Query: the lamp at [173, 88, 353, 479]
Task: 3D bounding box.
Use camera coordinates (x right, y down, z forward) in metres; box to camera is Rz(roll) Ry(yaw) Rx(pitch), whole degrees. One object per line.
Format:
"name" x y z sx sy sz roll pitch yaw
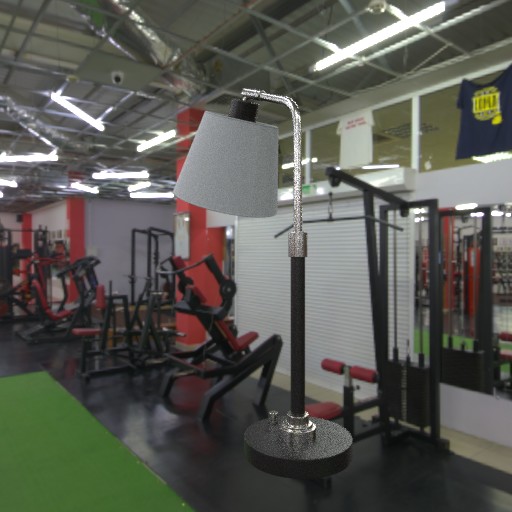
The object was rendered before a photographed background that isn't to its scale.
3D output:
"lamp" 0.000 0.000 0.690 0.181 0.539 0.348 0 0 -35
